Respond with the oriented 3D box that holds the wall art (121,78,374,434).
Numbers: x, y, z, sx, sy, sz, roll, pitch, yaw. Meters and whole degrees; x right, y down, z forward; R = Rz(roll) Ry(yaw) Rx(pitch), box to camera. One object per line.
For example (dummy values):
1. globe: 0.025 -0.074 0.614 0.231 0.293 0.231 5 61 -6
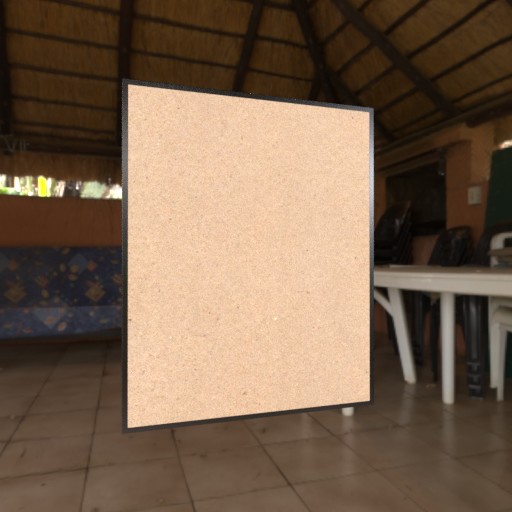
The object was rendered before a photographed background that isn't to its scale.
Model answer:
1. wall art: 0.000 0.000 0.773 0.448 0.551 0.038 0 0 -18
